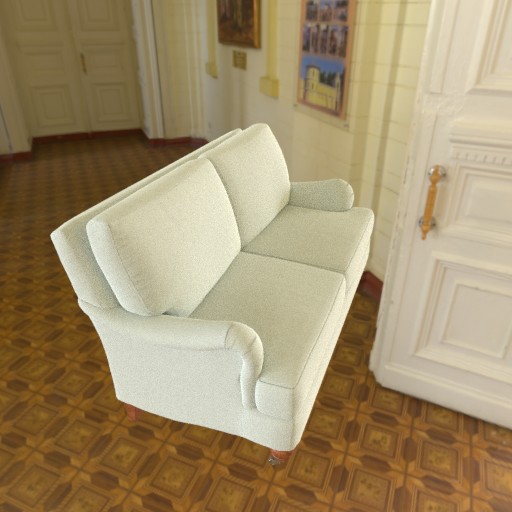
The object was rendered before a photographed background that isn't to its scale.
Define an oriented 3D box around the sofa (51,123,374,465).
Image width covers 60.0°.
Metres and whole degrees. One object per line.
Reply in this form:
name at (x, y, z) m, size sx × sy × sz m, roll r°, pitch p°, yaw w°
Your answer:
sofa at (0.000, 0.000, 2.520) m, size 1.084 × 1.101 × 1.853 m, roll 11°, pitch 32°, yaw 19°
